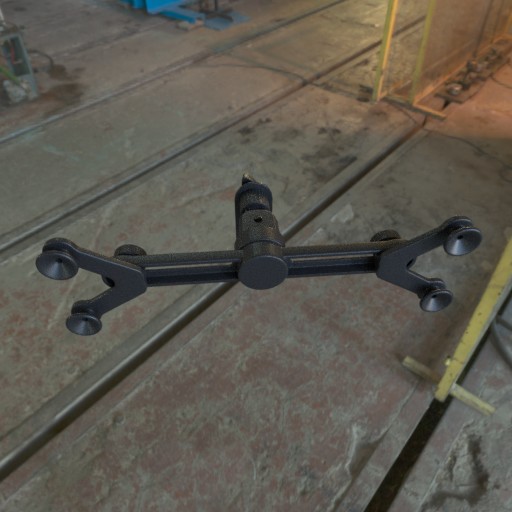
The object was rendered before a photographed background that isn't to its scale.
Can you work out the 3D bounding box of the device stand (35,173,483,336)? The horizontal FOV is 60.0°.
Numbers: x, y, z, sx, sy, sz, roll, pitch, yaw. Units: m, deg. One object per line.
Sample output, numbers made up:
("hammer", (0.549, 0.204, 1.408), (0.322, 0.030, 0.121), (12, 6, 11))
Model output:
("device stand", (0.000, 0.000, 0.368), (0.270, 0.166, 0.142), (-3, 45, -3))
